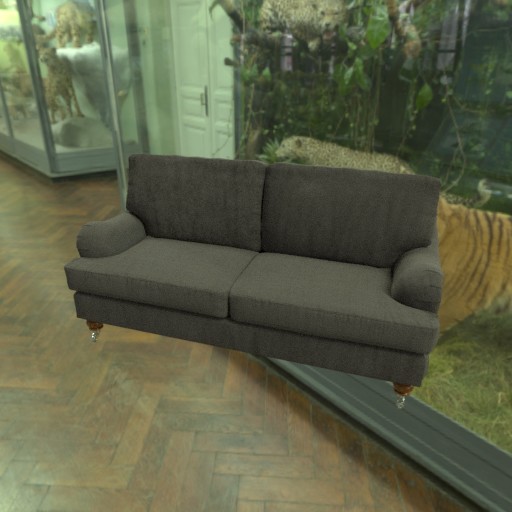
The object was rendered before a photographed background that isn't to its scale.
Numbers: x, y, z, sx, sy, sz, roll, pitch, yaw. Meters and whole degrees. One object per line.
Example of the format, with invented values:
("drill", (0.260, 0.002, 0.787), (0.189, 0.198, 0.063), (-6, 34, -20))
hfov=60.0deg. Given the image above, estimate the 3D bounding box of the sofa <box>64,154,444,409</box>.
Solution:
("sofa", (0.000, 0.000, 2.807), (2.165, 1.087, 1.086), (8, 26, 16))
